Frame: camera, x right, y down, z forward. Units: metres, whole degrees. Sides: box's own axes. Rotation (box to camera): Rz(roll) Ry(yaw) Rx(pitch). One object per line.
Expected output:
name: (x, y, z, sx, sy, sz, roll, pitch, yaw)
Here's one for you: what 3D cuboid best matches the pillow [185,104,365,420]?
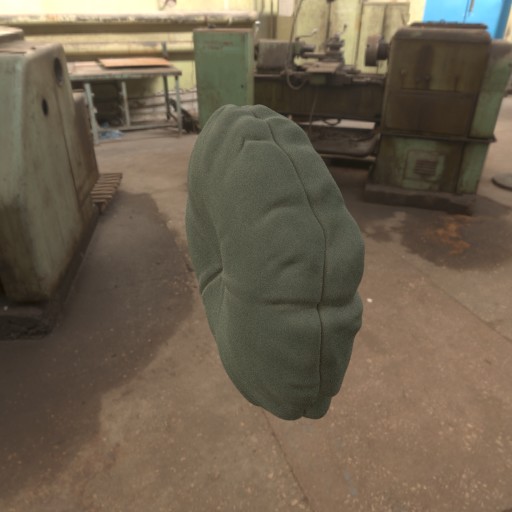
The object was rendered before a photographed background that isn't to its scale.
pillow: (0.000, 0.000, 0.625, 0.148, 0.407, 0.428, -10, 31, -17)
